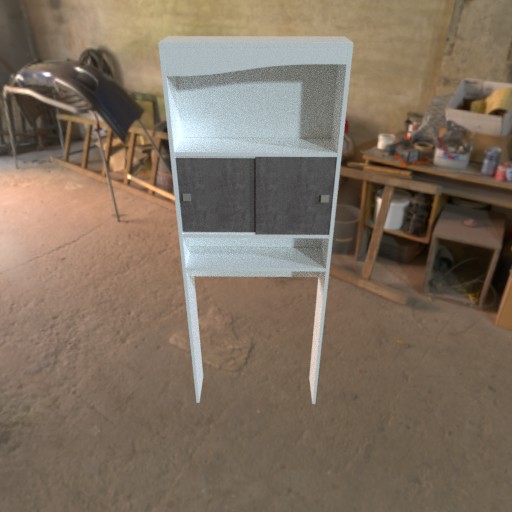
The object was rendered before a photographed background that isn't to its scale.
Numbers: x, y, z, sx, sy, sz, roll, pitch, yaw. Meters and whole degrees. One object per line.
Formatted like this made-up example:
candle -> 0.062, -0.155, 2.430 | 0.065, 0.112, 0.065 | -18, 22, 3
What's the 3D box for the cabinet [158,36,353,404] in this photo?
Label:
cabinet -> 0.000, 0.000, 2.005 | 0.643, 1.770, 0.192 | 0, 32, 1
